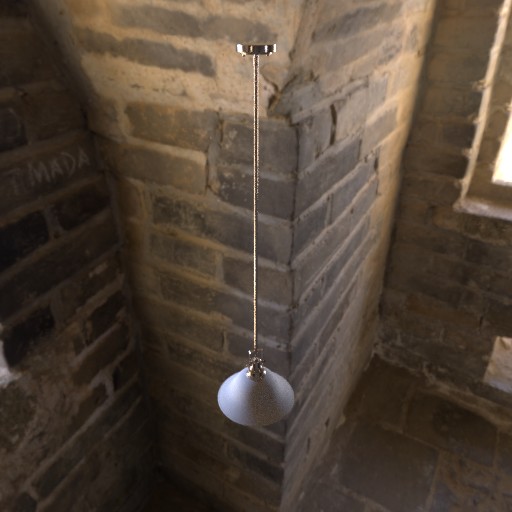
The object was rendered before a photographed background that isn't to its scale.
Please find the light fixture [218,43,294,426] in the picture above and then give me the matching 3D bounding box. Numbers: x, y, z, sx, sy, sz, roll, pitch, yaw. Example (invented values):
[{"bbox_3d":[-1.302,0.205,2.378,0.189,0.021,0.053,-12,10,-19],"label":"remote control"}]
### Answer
[{"bbox_3d":[0.000,0.000,1.568,0.324,1.354,0.324,-9,29,-16],"label":"light fixture"}]
